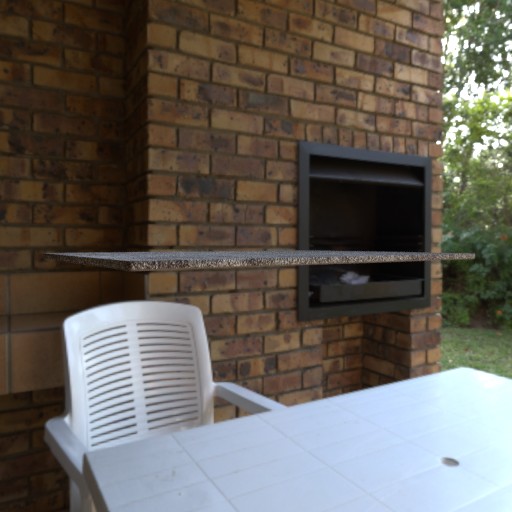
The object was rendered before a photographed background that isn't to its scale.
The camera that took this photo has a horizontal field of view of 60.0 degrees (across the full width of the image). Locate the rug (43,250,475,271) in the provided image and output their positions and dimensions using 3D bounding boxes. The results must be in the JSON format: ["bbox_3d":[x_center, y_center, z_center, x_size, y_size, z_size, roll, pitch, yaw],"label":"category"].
[{"bbox_3d":[0.000,0.000,2.044,1.601,0.025,1.198,-1,2,-35],"label":"rug"}]
